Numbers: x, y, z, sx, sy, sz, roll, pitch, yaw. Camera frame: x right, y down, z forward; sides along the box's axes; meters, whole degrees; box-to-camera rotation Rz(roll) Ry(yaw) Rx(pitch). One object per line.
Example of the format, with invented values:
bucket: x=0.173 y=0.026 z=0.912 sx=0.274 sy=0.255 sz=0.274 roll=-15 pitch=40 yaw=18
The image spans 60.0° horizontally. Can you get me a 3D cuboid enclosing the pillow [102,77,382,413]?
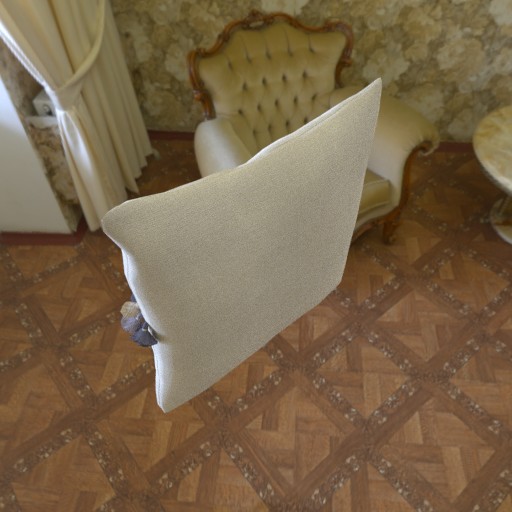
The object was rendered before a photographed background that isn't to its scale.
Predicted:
pillow: x=0.000 y=0.000 z=0.745 sx=0.489 sy=0.481 sz=0.165 roll=-33 pitch=56 yaw=-26
